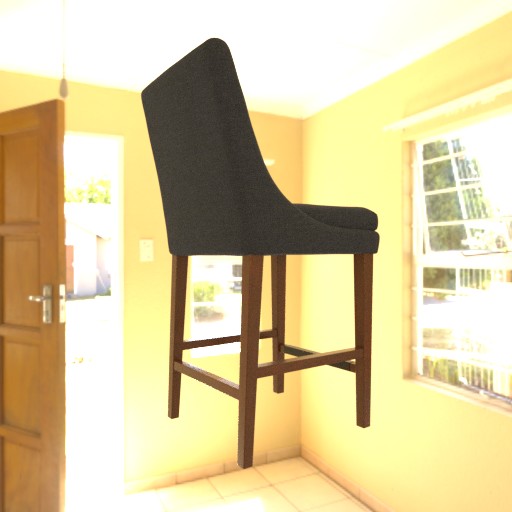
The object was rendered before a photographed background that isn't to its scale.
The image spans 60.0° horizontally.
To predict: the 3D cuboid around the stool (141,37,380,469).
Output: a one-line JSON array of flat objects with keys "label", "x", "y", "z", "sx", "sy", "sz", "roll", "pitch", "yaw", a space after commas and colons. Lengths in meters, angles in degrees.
[{"label": "stool", "x": 0.000, "y": 0.000, "z": 1.293, "sx": 0.577, "sy": 0.981, "sz": 0.470, "roll": 0, "pitch": 0, "yaw": -36}]
